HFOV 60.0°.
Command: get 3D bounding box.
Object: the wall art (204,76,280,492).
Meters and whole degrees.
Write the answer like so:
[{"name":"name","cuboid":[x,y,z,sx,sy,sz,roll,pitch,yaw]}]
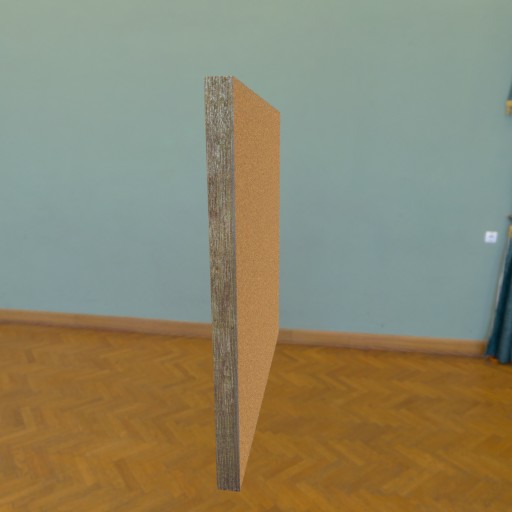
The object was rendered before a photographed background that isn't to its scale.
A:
[{"name":"wall art","cuboid":[0.000,0.000,0.907,0.042,0.608,0.611,2,14,8]}]
